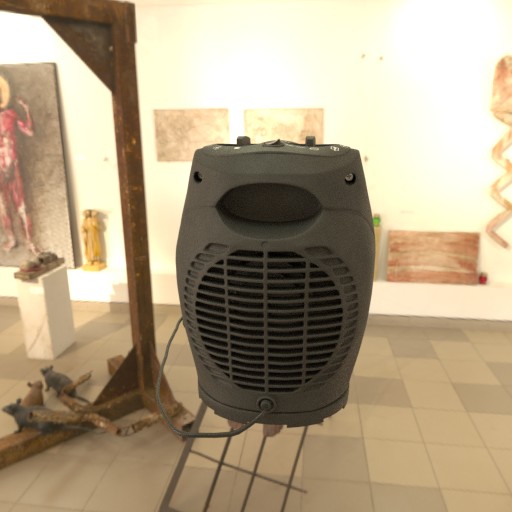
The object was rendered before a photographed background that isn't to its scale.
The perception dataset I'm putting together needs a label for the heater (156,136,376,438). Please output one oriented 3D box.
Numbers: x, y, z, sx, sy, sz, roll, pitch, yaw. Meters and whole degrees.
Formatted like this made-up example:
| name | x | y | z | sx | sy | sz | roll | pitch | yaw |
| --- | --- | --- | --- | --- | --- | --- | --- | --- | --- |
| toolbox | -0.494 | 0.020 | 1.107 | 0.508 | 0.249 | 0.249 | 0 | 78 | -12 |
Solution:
| name | x | y | z | sx | sy | sz | roll | pitch | yaw |
| --- | --- | --- | --- | --- | --- | --- | --- | --- | --- |
| heater | 0.000 | 0.000 | 0.484 | 0.239 | 0.255 | 0.291 | 2 | 16 | 7 |
